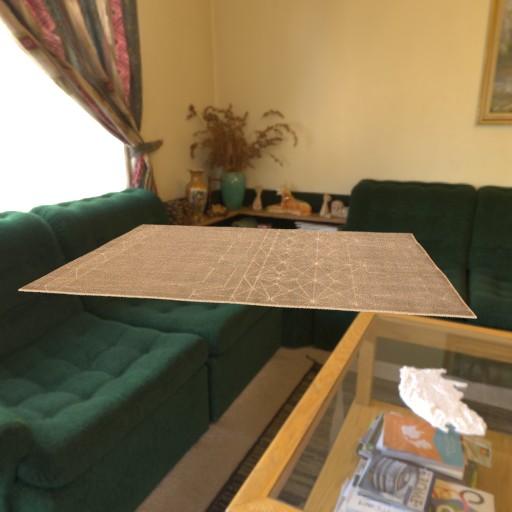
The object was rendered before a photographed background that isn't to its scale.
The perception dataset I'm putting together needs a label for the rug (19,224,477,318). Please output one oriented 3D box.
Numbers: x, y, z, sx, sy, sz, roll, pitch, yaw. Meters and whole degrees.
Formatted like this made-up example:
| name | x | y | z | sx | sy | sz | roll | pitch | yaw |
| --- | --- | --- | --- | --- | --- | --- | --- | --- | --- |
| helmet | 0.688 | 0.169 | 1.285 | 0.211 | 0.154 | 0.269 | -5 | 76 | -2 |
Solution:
| name | x | y | z | sx | sy | sz | roll | pitch | yaw |
| --- | --- | --- | --- | --- | --- | --- | --- | --- | --- |
| rug | 0.000 | 0.000 | 4.341 | 3.357 | 0.019 | 2.449 | 3 | 16 | 9 |
